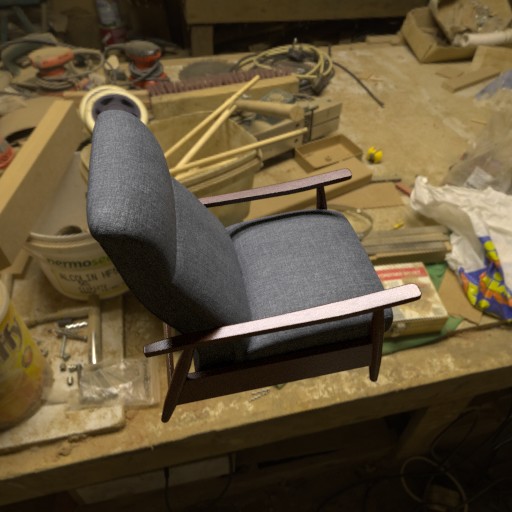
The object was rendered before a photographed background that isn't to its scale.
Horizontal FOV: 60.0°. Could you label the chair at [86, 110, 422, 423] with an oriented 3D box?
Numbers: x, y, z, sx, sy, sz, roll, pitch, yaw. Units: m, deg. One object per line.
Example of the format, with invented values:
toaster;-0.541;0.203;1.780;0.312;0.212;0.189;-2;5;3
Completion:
chair;0.000;0.000;1.779;1.030;1.082;0.762;-8;47;-8
